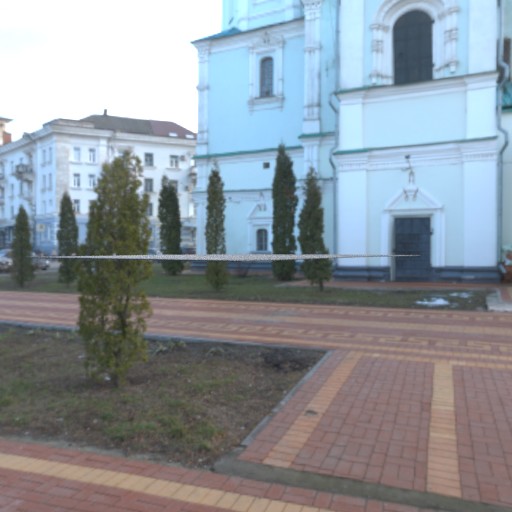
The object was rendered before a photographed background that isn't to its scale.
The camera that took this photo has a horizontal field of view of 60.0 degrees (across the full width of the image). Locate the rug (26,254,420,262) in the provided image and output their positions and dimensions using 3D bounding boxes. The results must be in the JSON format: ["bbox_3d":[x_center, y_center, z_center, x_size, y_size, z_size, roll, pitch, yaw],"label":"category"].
[{"bbox_3d":[0.000,0.000,2.223,1.135,0.010,1.740,0,1,36],"label":"rug"}]
